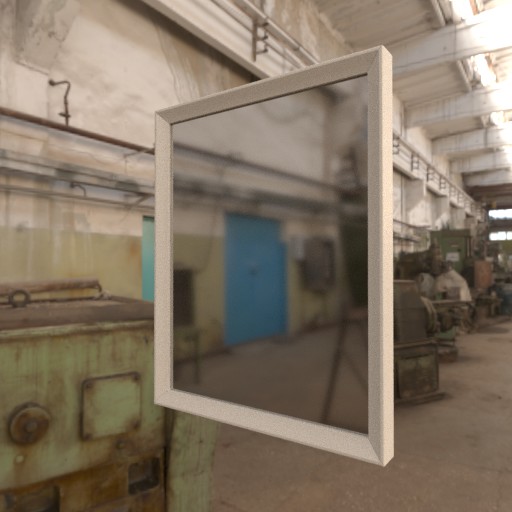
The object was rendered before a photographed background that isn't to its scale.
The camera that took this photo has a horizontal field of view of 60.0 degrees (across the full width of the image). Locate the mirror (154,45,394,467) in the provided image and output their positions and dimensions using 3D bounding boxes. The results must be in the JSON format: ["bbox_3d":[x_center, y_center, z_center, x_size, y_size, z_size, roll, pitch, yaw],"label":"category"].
[{"bbox_3d":[0.000,0.000,0.668,0.406,0.509,0.041,-1,-1,36],"label":"mirror"}]
